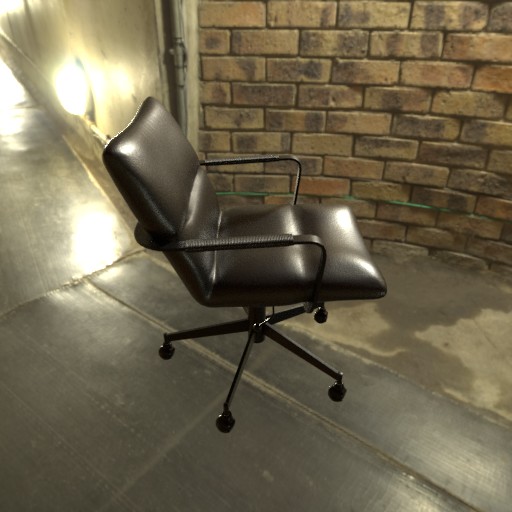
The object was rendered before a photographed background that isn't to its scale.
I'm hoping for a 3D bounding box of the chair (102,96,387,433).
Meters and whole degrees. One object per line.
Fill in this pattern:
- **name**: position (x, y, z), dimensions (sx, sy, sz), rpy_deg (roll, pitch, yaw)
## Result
- **chair**: position (0.000, 0.000, 1.482), dimensions (0.748, 0.922, 0.719), rpy_deg (-1, 32, -1)
